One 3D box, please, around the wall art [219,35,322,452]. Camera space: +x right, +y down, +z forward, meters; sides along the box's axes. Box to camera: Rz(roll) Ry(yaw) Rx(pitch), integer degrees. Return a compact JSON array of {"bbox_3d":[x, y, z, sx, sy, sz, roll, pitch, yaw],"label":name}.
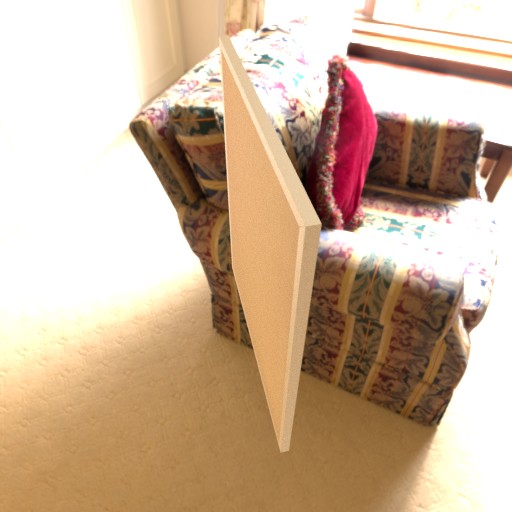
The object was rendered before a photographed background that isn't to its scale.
[{"bbox_3d":[0.000,0.000,0.624,0.013,0.456,0.382,-9,47,-9],"label":"wall art"}]
